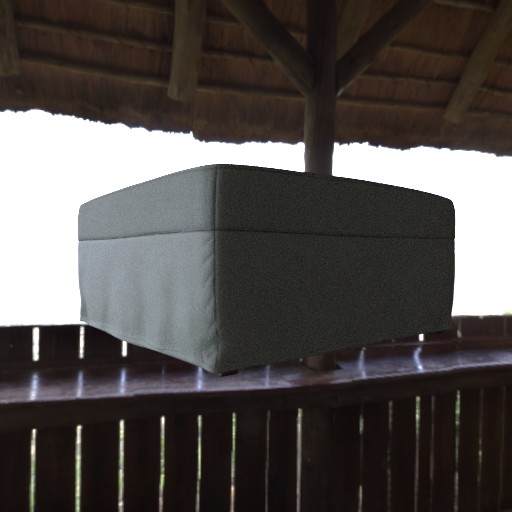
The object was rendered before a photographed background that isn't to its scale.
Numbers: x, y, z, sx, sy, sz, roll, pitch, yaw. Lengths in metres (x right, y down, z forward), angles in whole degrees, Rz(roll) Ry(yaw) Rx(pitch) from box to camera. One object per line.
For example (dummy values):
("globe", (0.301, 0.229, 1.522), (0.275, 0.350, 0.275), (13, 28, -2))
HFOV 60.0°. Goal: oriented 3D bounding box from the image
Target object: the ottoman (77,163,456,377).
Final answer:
("ottoman", (0.000, 0.000, 1.340), (0.842, 0.441, 0.843), (0, 0, -38))
